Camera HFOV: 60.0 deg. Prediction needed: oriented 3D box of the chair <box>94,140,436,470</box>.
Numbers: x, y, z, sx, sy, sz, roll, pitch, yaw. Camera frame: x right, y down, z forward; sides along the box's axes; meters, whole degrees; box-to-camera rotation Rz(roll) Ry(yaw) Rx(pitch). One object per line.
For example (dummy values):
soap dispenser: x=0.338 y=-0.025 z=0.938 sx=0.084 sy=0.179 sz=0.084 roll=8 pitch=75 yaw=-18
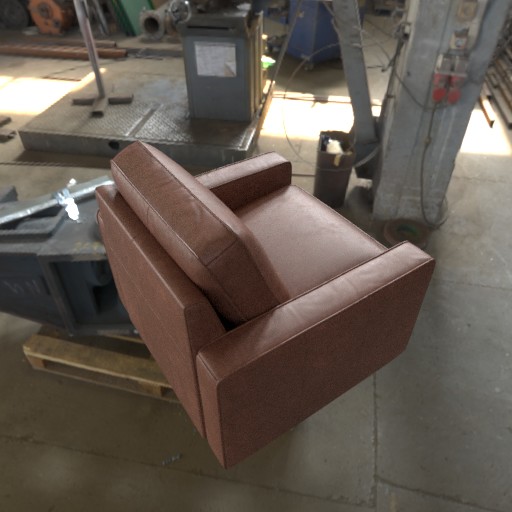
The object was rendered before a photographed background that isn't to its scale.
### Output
chair: x=0.000 y=0.000 z=1.773 sx=0.940 sy=0.919 sz=1.017 roll=-24 pitch=46 yaw=-25
